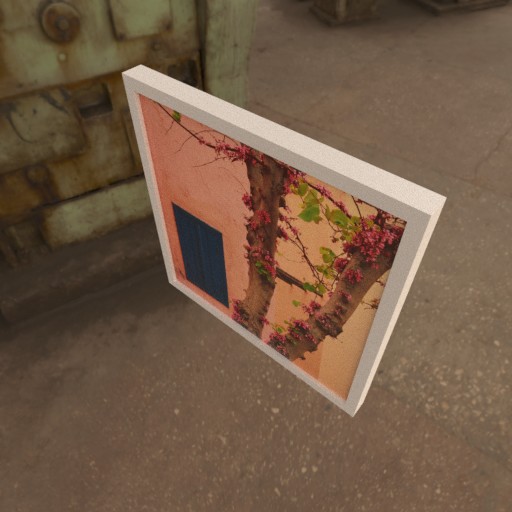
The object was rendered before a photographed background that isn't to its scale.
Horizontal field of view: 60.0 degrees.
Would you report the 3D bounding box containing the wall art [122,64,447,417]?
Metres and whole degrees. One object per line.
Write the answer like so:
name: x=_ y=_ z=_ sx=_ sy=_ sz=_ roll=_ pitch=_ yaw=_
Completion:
wall art: x=0.000 y=0.000 z=0.767 sx=0.507 sy=0.508 sz=0.038 roll=32 pitch=55 yaw=26
